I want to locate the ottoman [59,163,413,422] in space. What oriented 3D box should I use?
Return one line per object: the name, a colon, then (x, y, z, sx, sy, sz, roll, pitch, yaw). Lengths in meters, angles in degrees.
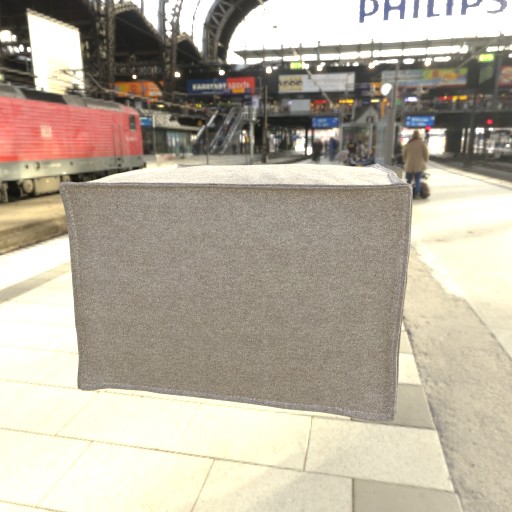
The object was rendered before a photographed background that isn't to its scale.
ottoman: (0.000, 0.000, 1.163, 0.696, 0.470, 0.707, 2, 14, 9)
